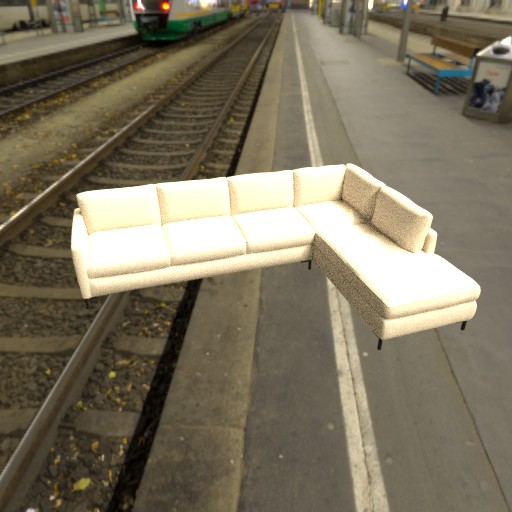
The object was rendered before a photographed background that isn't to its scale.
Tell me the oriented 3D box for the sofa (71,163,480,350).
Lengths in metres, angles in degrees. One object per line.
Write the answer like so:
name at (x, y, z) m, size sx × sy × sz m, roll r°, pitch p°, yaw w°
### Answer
sofa at (0.000, 0.000, 3.745) m, size 2.949 × 0.815 × 2.007 m, roll -9°, pitch 31°, yaw -15°
